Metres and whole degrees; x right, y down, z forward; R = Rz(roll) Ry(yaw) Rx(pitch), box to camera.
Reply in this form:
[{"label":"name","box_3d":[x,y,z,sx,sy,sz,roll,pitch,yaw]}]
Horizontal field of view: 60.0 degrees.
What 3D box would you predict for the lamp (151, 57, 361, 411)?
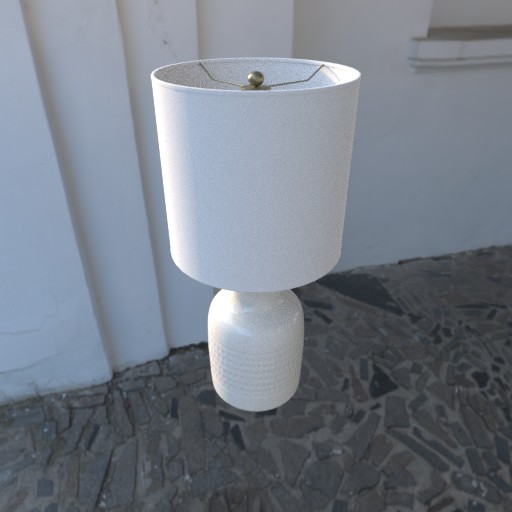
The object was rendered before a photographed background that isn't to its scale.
[{"label":"lamp","box_3d":[0.000,0.000,0.504,0.188,0.392,0.188,-1,31,-2]}]
